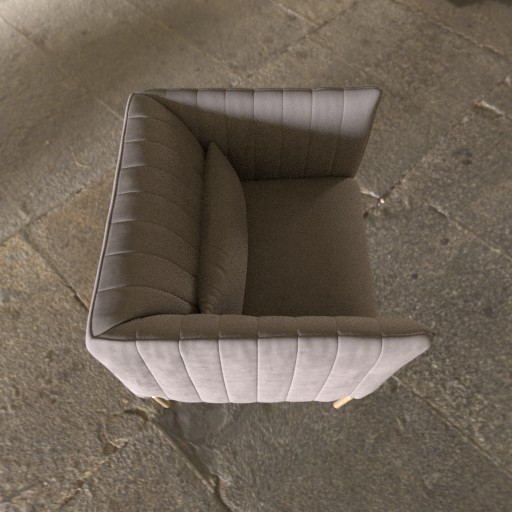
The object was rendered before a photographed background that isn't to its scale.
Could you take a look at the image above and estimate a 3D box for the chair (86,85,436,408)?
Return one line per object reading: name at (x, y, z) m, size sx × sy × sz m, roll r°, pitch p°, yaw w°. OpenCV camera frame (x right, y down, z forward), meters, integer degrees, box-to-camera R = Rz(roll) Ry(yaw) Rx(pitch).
chair at (0.000, 0.000, 1.611) m, size 0.873 × 0.779 × 0.981 m, roll -1°, pitch 61°, yaw 0°
